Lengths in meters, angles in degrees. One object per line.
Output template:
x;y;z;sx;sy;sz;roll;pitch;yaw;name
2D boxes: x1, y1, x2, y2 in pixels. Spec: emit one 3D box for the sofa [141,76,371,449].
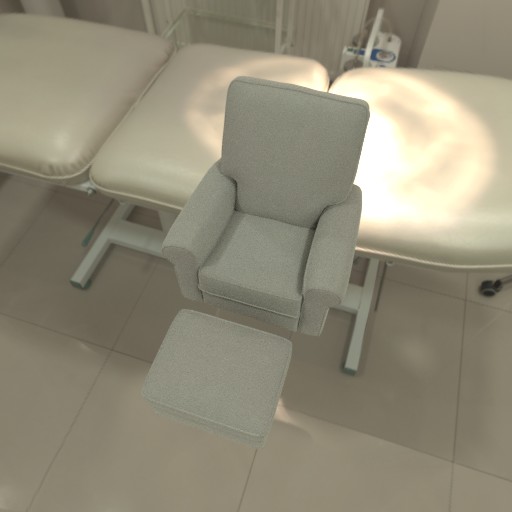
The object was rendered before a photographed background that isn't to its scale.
0.000;0.000;2.070;0.880;0.959;1.478;15;58;10;sofa
